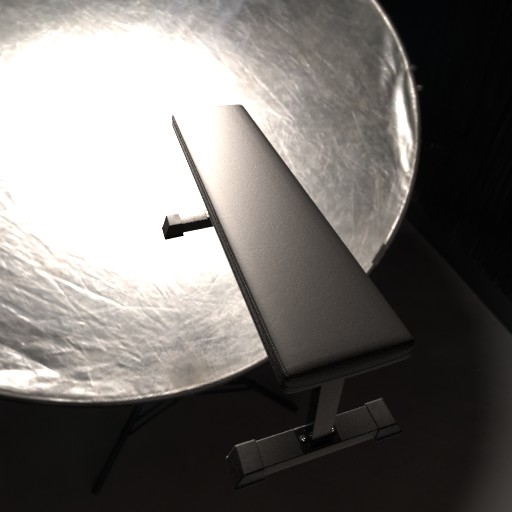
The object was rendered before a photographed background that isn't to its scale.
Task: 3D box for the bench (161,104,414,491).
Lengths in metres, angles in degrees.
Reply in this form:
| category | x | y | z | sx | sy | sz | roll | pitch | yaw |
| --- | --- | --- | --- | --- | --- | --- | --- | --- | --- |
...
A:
| category | x | y | z | sx | sy | sz | roll | pitch | yaw |
| --- | --- | --- | --- | --- | --- | --- | --- | --- | --- |
| bench | 0.000 | 0.000 | 1.265 | 0.439 | 0.453 | 1.072 | -13 | 44 | -13 |
